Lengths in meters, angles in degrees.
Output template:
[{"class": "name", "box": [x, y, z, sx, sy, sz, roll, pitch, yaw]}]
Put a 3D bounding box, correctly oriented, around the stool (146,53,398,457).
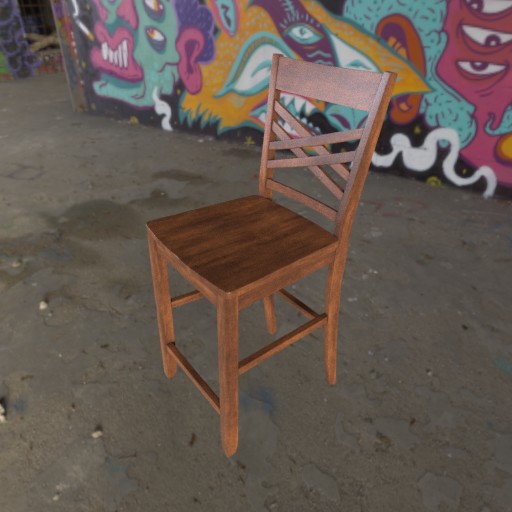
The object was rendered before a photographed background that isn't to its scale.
[{"class": "stool", "box": [0.000, 0.000, 1.375, 0.539, 1.079, 0.462, -21, 37, -31]}]
